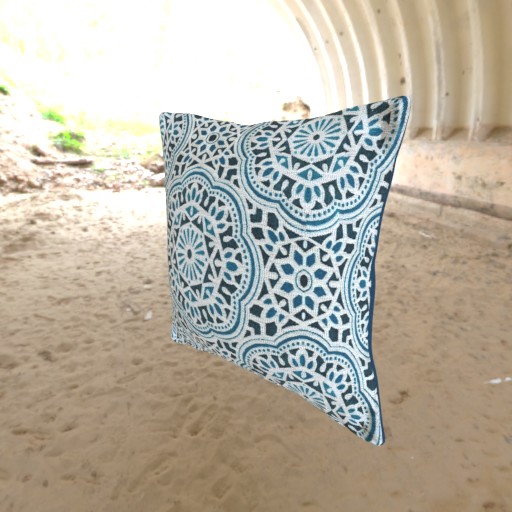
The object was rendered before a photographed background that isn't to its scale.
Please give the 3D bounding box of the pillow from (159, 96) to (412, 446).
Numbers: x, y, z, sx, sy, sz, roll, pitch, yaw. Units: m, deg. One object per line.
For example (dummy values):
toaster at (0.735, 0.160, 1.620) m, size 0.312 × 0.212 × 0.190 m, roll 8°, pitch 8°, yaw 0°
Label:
pillow at (0.000, 0.000, 0.647) m, size 0.440 × 0.420 × 0.145 m, roll 14°, pitch 21°, yaw 41°
